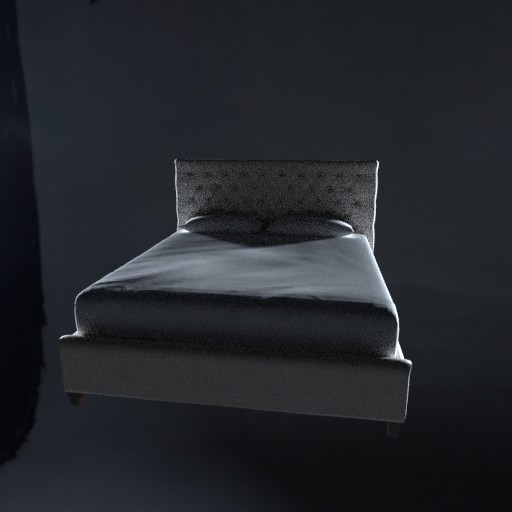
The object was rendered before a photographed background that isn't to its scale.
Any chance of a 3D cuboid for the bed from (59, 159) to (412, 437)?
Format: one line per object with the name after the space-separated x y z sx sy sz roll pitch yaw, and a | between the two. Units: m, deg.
0.000 0.000 3.571 2.078 1.427 2.387 2 15 9 | bed
